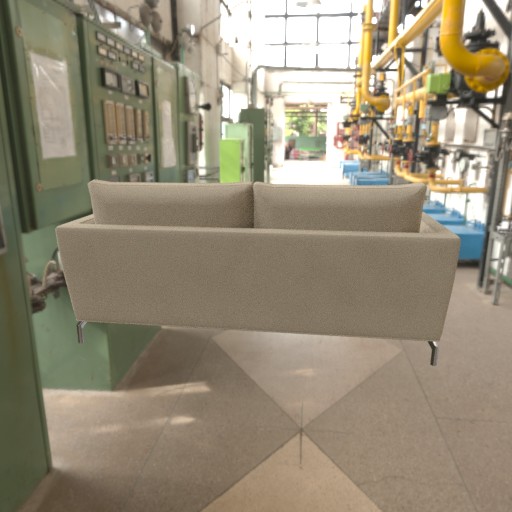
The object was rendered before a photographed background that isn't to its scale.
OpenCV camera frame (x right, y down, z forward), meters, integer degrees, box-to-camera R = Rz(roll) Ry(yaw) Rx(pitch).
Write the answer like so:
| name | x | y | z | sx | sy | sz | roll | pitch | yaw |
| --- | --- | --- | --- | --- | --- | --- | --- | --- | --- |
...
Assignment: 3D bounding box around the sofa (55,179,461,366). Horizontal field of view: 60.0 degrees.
| name | x | y | z | sx | sy | sz | roll | pitch | yaw |
| --- | --- | --- | --- | --- | --- | --- | --- | --- | --- |
| sofa | 0.000 | 0.000 | 2.841 | 2.214 | 1.005 | 0.868 | 2 | 15 | 7 |
